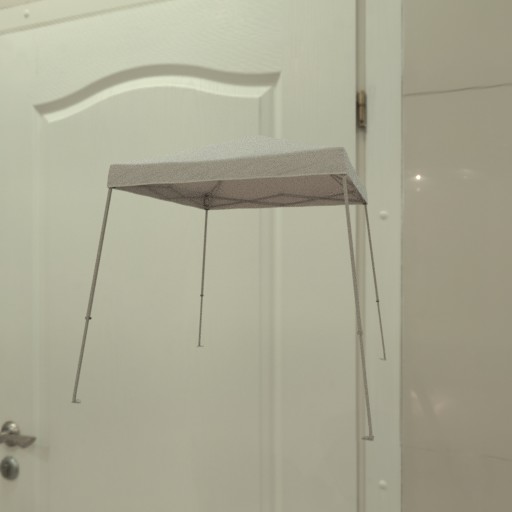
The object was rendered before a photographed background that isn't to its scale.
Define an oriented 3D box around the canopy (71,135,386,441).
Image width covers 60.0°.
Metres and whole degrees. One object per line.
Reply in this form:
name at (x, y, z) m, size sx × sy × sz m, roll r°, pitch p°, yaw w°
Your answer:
canopy at (0.000, 0.000, 5.213) m, size 2.849 × 2.849 × 2.848 m, roll 0°, pitch 0°, yaw 18°
